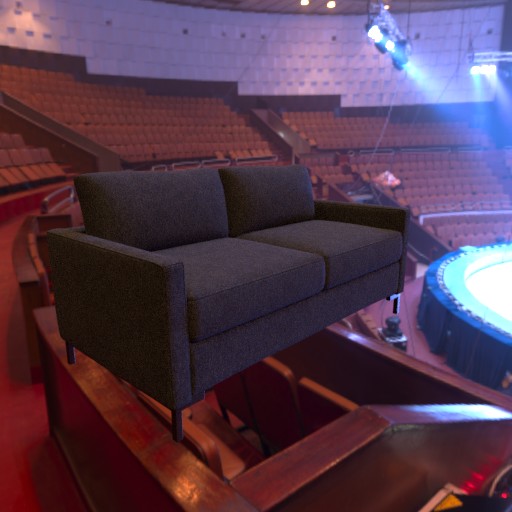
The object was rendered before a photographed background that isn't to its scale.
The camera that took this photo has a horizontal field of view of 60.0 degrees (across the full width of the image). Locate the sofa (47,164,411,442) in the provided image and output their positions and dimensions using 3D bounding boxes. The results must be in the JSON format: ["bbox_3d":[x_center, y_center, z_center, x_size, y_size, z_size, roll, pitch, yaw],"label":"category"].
[{"bbox_3d":[0.000,0.000,2.226,0.866,0.862,1.716,13,19,42],"label":"sofa"}]
